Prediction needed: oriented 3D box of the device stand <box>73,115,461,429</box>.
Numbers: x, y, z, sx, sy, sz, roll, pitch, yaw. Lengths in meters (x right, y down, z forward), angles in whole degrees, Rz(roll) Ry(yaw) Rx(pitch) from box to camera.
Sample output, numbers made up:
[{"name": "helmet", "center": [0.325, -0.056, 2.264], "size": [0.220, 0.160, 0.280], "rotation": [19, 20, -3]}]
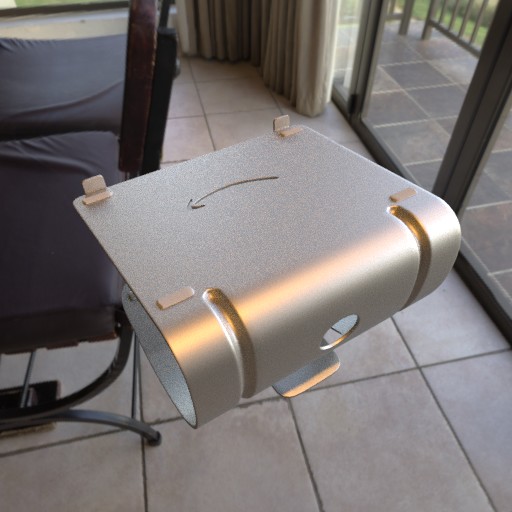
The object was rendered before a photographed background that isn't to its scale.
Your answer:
[{"name": "device stand", "center": [0.000, 0.000, 0.412], "size": [0.256, 0.155, 0.236], "rotation": [-24, 51, -21]}]
